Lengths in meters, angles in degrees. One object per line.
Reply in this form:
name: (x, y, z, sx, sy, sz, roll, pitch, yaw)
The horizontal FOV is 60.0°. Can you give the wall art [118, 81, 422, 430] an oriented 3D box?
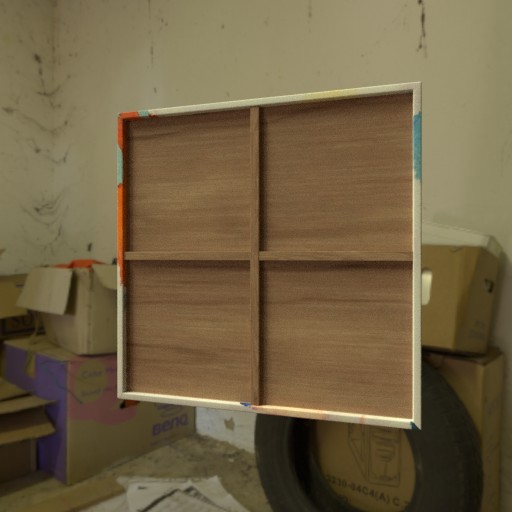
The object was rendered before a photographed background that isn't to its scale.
wall art: (0.000, 0.000, 1.454, 1.017, 1.017, 0.044, 0, 0, 16)
